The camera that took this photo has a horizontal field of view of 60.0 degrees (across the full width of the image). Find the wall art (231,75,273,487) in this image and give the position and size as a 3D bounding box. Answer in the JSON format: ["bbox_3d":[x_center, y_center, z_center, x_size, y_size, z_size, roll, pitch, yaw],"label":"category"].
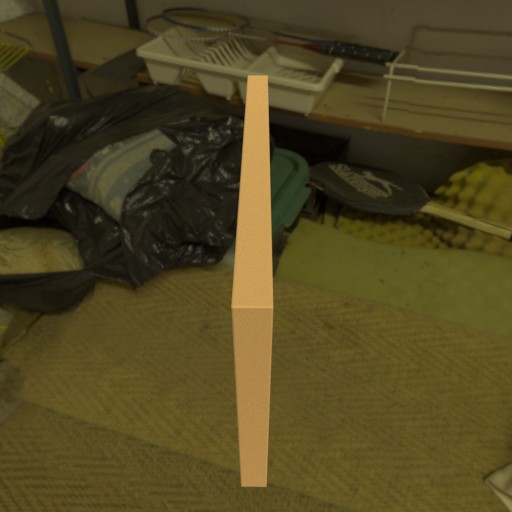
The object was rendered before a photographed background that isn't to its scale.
[{"bbox_3d":[0.000,0.000,0.775,0.039,0.407,0.609,0,41,0],"label":"wall art"}]
